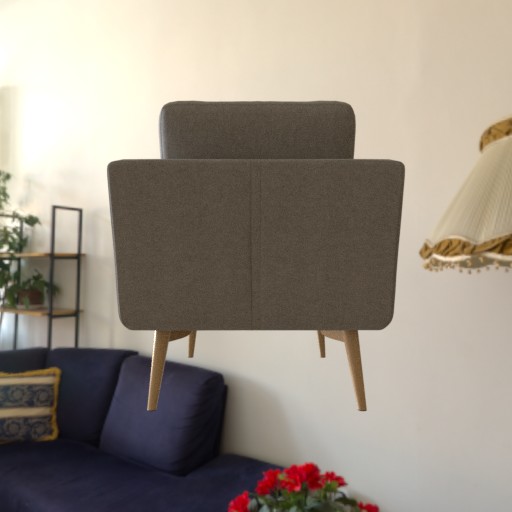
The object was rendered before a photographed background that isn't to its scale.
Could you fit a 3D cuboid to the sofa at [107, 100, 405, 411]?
[{"bbox_3d":[0.000,0.000,1.538,0.770,0.860,0.920,0,-2,0],"label":"sofa"}]
